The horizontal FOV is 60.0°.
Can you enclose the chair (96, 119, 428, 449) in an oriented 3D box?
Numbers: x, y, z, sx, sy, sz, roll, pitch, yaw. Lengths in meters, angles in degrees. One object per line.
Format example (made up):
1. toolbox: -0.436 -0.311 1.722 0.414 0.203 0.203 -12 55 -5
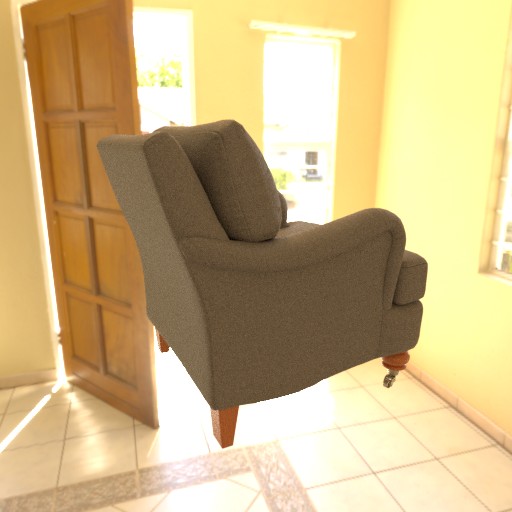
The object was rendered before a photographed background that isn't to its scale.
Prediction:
1. chair: 0.000 0.000 1.826 1.070 1.038 0.955 -7 16 -26
